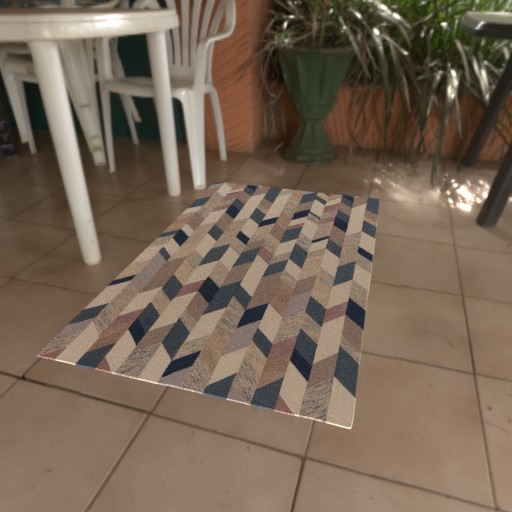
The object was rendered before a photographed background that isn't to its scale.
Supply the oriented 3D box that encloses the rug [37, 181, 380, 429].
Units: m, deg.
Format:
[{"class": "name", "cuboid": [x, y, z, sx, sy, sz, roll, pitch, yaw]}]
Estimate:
[{"class": "rug", "cuboid": [0.000, 0.000, 2.969, 1.513, 0.008, 2.423, 8, 32, 14]}]
